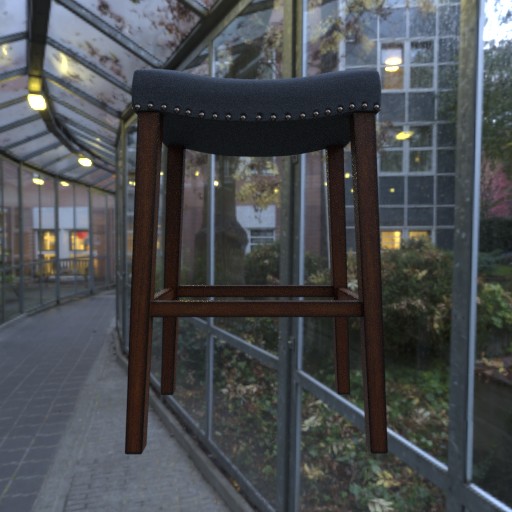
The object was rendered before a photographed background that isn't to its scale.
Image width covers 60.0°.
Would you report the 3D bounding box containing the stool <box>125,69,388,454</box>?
[{"bbox_3d":[0.000,0.000,1.016,0.502,0.748,0.366,0,2,0],"label":"stool"}]
